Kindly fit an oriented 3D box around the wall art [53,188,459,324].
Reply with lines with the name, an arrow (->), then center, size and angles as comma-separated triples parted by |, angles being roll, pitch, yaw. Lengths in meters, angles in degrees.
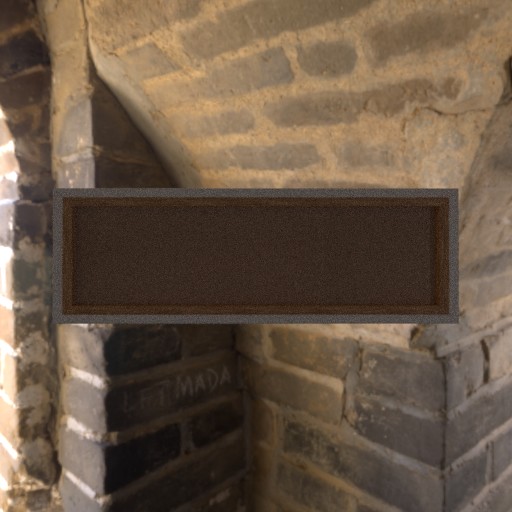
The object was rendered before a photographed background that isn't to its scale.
wall art -> 0.000, 0.000, 0.853 | 0.766, 0.256, 0.036 | 0, 0, 0
